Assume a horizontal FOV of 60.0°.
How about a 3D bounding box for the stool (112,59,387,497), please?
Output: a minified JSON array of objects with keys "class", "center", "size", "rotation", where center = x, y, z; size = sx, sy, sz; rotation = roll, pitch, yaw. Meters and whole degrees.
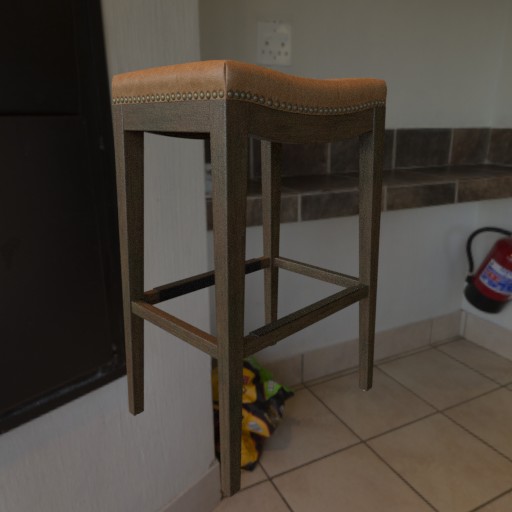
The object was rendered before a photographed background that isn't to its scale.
[{"class":"stool","center":[0.000,0.000,1.000],"size":[0.361,0.759,0.500],"rotation":[16,23,42]}]
